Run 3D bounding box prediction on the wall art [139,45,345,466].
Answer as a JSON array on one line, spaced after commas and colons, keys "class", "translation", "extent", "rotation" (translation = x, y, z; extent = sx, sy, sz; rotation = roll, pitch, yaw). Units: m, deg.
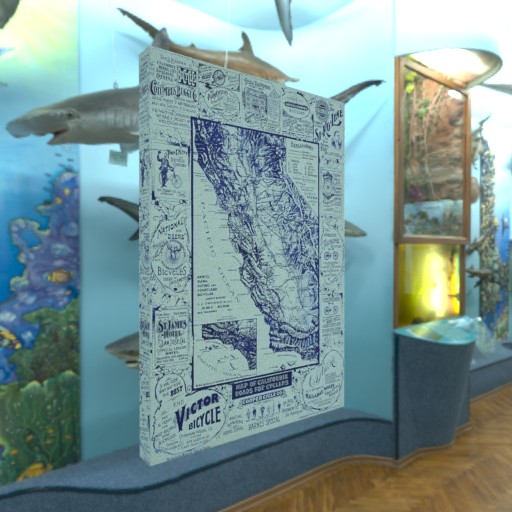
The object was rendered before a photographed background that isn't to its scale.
[{"class": "wall art", "translation": [0.000, 0.000, 0.481], "extent": [0.255, 0.376, 0.025], "rotation": [0, 1, -37]}]
